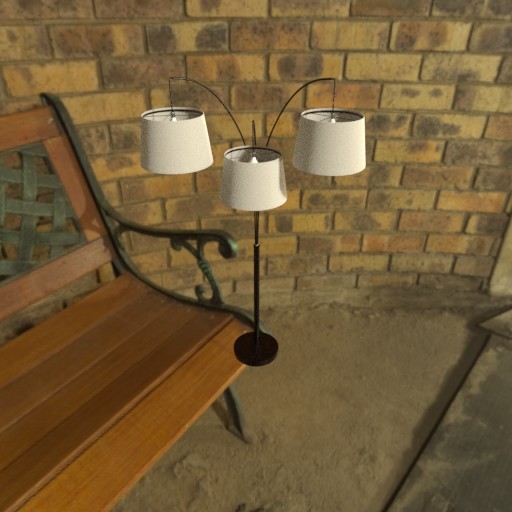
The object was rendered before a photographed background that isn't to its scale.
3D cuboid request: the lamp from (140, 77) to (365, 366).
[{"bbox_3d":[0.000,0.000,2.470,0.951,1.950,0.924,1,30,2],"label":"lamp"}]
